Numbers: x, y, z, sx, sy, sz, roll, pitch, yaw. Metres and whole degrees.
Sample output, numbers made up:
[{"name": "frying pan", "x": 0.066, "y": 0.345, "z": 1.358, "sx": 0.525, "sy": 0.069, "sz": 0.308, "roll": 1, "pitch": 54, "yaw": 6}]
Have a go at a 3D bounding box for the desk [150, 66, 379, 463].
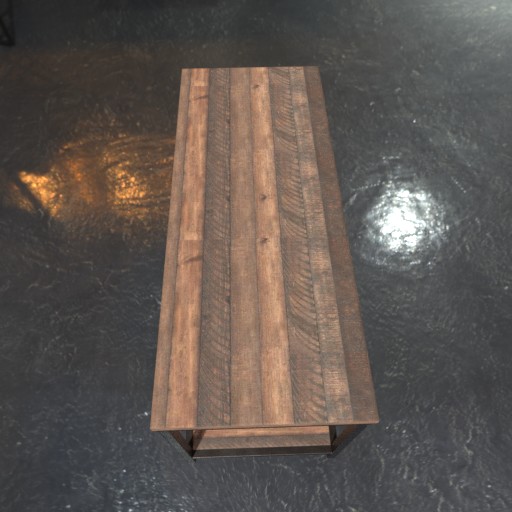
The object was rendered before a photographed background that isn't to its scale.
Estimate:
[{"name": "desk", "x": 0.000, "y": 0.000, "z": 1.916, "sx": 0.617, "sy": 0.753, "sz": 1.538, "roll": -2, "pitch": 58, "yaw": -1}]
